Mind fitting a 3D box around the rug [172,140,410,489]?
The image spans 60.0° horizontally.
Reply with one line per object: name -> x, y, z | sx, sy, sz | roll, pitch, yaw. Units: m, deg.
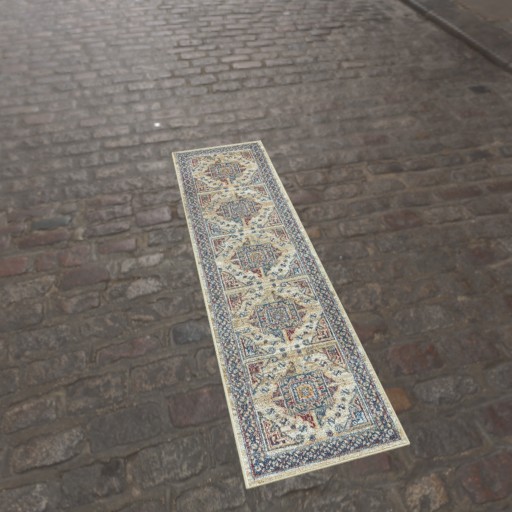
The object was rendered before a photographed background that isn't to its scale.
rug -> 0.000, 0.000, 2.456 | 0.661, 0.013, 2.297 | -10, 47, -10
